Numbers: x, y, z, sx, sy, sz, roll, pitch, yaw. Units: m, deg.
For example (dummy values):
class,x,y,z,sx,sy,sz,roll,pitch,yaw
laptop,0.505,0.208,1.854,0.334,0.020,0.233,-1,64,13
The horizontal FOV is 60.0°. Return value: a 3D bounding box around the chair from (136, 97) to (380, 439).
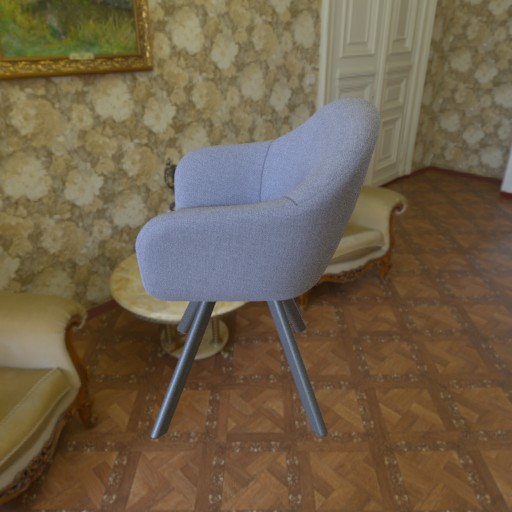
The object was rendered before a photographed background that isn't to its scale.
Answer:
class,x,y,z,sx,sy,sz,roll,pitch,yaw
chair,0.000,0.000,1.182,0.550,0.795,0.590,0,26,-1
